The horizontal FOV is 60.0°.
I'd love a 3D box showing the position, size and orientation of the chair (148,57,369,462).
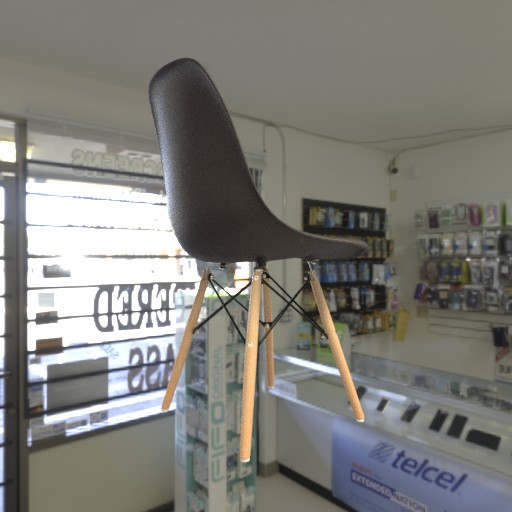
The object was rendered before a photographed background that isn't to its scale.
[{"bbox_3d":[0.000,0.000,1.136,0.533,0.825,0.470,0,0,-37],"label":"chair"}]
